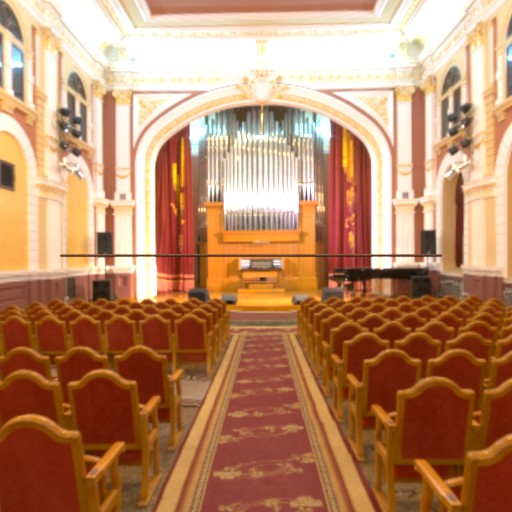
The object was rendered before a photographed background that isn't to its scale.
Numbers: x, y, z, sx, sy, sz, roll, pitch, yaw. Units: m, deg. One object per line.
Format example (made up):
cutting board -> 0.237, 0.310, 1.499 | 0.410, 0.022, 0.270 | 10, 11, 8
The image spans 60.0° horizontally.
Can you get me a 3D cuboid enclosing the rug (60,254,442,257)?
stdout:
rug -> 0.000, 0.000, 2.894 | 1.524, 0.011, 2.286 | 0, 0, 1
